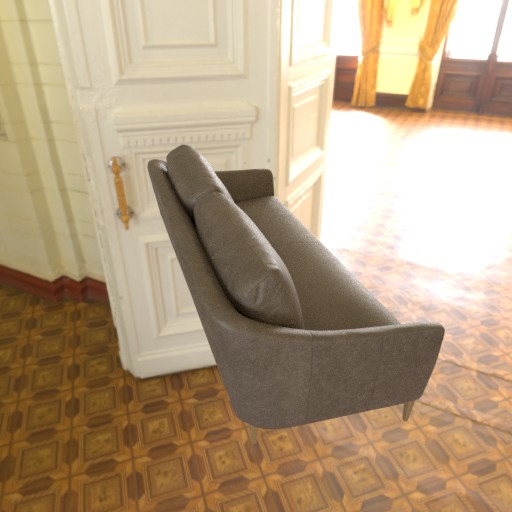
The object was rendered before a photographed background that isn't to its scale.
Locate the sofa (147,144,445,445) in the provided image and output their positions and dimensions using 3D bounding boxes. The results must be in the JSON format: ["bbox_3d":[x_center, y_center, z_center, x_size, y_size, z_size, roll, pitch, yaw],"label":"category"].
[{"bbox_3d":[0.000,0.000,2.538,0.960,0.902,2.036,-10,32,-16],"label":"sofa"}]
